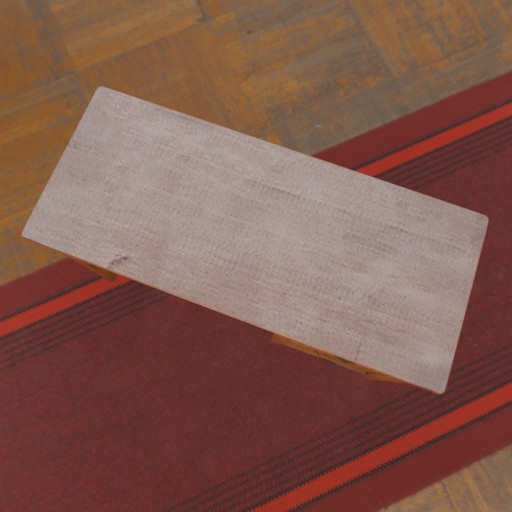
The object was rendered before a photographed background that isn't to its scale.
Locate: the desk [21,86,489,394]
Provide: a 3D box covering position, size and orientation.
[{"bbox_3d":[0.000,0.000,1.745,1.353,0.756,0.574,20,77,5],"label":"desk"}]
